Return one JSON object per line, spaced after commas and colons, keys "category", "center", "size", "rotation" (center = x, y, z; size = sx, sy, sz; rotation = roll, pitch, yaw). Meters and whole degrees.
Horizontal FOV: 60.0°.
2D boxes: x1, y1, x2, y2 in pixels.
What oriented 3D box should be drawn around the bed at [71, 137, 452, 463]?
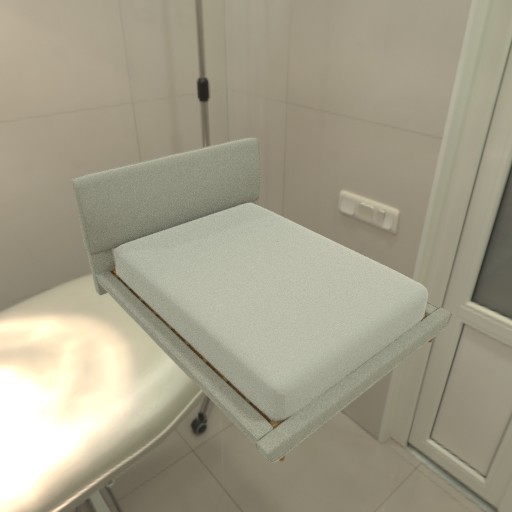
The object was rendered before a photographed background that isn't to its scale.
{"category": "bed", "center": [0.000, 0.000, 3.413], "size": [1.840, 1.067, 2.368], "rotation": [-23, 38, -34]}
